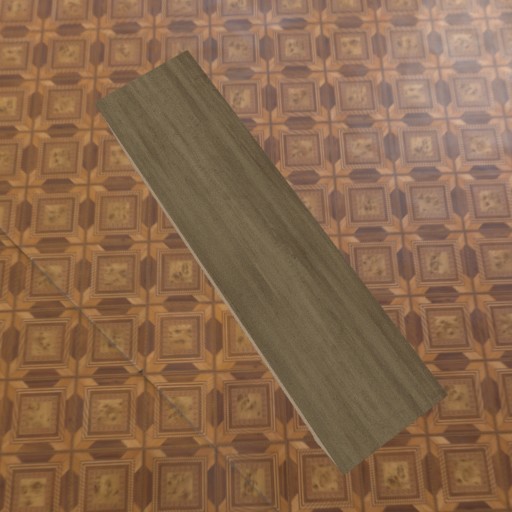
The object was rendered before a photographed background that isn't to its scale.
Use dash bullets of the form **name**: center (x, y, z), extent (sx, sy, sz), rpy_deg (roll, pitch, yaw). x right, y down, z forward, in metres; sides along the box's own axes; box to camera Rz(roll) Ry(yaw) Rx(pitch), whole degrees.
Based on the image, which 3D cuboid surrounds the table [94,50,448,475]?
- **table**: center (0.000, 0.000, 1.737), extent (0.400, 0.530, 1.500), rpy_deg (-33, 78, -8)
